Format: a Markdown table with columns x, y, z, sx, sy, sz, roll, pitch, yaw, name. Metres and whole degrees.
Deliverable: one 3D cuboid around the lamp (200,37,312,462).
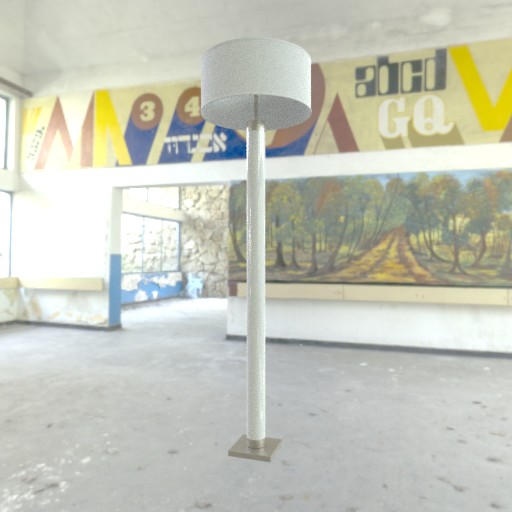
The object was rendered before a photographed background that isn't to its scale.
| x | y | z | sx | sy | sz | roll | pitch | yaw | name |
| --- | --- | --- | --- | --- | --- | --- | --- | --- | --- |
| 0.000 | 0.000 | 1.682 | 0.420 | 1.475 | 0.420 | 0 | 0 | 18 | lamp |
